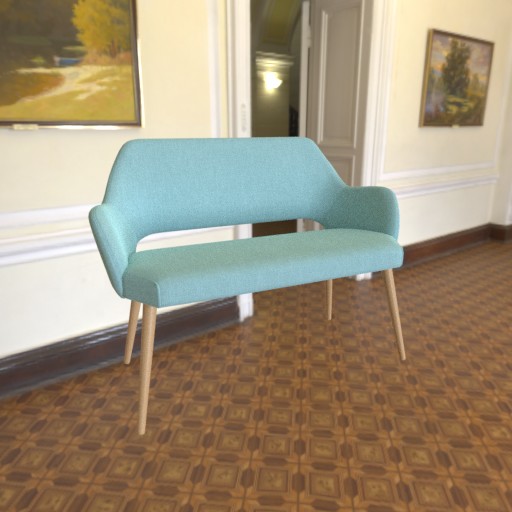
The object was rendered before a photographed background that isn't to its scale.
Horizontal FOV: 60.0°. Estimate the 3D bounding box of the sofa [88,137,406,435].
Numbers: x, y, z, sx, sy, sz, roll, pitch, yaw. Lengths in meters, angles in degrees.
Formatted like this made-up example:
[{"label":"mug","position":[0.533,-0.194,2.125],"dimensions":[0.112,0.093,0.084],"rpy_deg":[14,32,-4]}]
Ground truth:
[{"label":"sofa","position":[0.000,0.000,1.652],"dimensions":[1.150,0.840,0.610],"rpy_deg":[-8,18,-24]}]
